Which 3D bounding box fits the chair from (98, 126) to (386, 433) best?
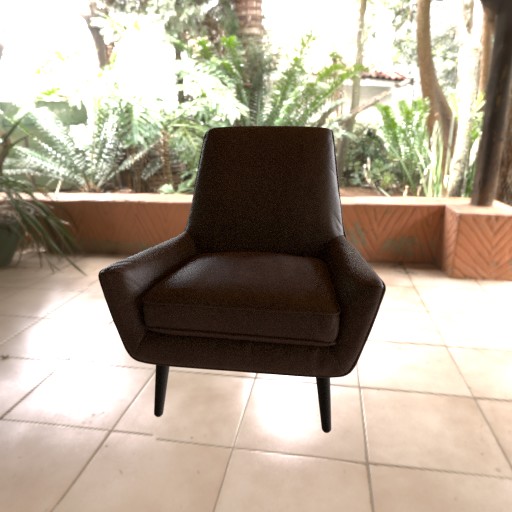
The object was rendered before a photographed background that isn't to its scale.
[{"bbox_3d":[0.000,0.000,1.563,0.787,0.888,0.824,2,16,8],"label":"chair"}]
